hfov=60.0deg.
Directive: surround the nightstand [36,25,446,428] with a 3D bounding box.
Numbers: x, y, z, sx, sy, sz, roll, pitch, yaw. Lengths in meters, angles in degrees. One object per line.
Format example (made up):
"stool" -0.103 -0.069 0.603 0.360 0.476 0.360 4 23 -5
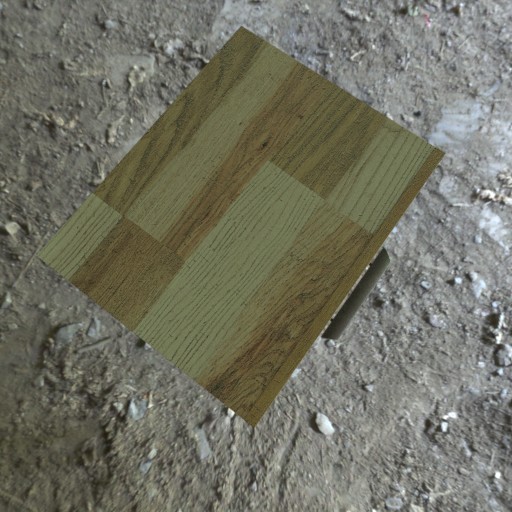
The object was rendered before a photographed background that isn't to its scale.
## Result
"nightstand" 0.000 0.000 1.047 0.481 0.632 0.558 36 78 8
